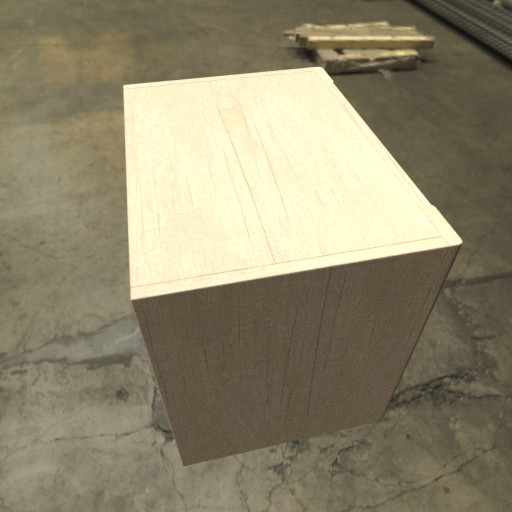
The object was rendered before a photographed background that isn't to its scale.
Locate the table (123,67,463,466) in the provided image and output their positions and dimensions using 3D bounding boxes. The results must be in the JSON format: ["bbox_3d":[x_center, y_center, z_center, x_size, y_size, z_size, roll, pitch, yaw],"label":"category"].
[{"bbox_3d":[0.000,0.000,0.909,0.420,0.510,0.570,-9,46,-9],"label":"table"}]
